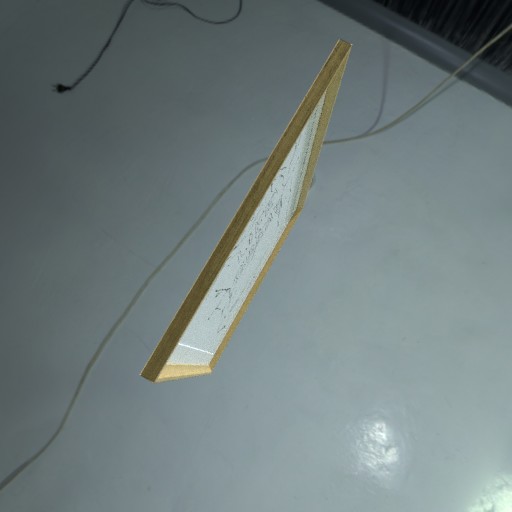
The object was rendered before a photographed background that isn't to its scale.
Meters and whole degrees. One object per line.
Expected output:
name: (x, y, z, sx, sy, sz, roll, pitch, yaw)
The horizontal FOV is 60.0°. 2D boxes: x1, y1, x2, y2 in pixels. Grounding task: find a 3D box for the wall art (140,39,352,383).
wall art: (0.000, 0.000, 1.353, 0.030, 1.002, 0.798, 28, 78, 7)
